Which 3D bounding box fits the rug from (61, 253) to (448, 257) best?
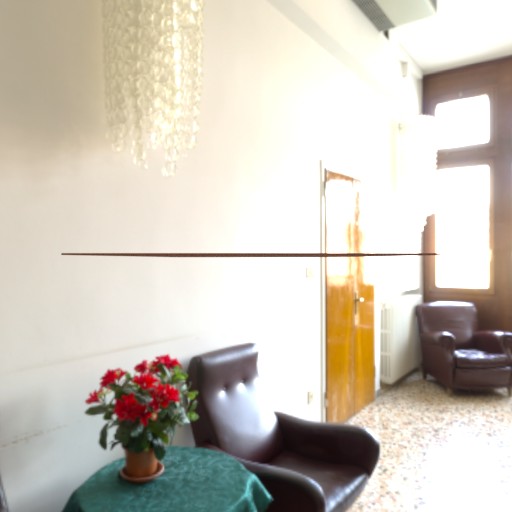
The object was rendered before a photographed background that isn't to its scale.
[{"bbox_3d":[0.000,0.000,2.953,1.523,0.008,2.438,0,0,0],"label":"rug"}]
